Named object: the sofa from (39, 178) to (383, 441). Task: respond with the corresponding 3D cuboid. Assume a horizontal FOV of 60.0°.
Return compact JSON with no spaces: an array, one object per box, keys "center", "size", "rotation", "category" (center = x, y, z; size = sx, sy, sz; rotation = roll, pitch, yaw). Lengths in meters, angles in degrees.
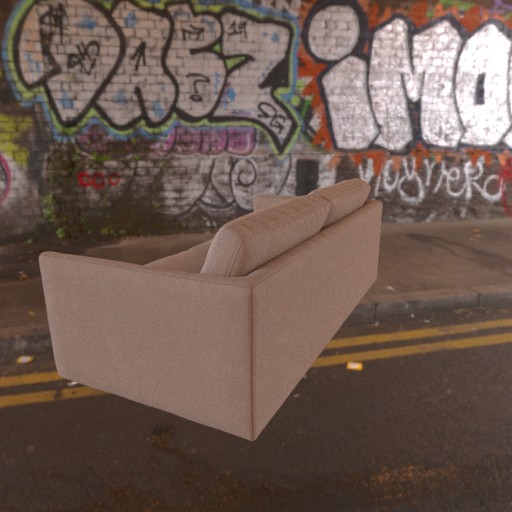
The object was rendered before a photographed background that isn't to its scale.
[{"center":[0.000,0.000,2.766],"size":[1.090,0.838,2.588],"rotation":[8,17,26],"category":"sofa"}]
